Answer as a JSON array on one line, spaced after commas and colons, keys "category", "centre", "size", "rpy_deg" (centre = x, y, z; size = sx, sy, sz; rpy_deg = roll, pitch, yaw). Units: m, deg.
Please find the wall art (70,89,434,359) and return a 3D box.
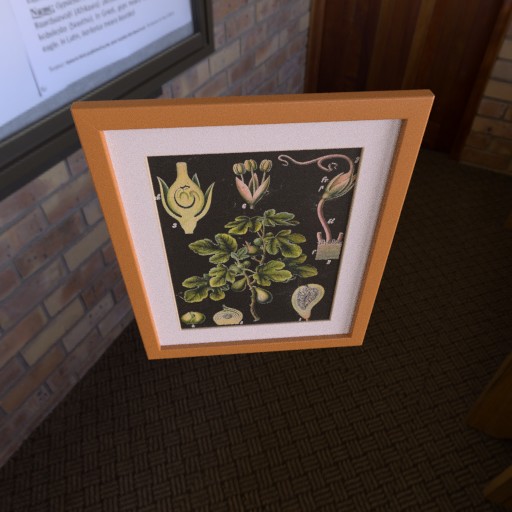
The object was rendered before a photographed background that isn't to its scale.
[{"category": "wall art", "centre": [0.000, 0.000, 0.513], "size": [0.310, 0.379, 0.015], "rpy_deg": [-3, 45, -3]}]
